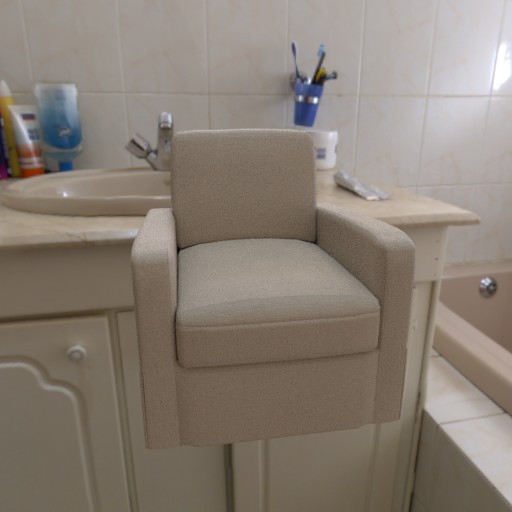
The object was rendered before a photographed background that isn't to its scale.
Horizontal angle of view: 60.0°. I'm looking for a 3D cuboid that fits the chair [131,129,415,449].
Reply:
[{"bbox_3d":[0.000,0.000,1.531,0.755,0.827,0.888,-3,18,-9],"label":"chair"}]
